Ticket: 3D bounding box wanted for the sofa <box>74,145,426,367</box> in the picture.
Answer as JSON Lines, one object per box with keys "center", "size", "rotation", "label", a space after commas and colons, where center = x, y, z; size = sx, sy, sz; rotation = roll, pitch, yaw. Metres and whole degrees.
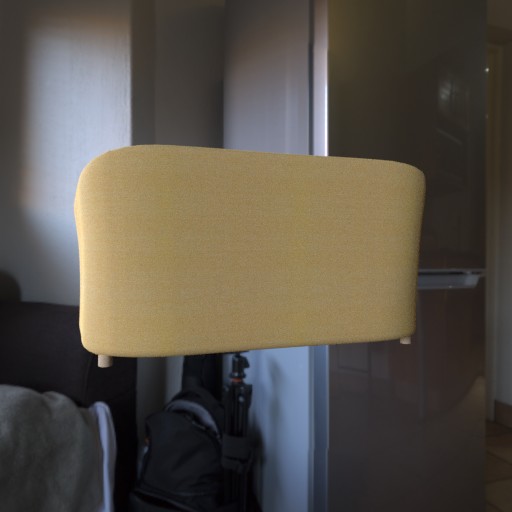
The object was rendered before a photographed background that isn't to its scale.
{"center": [0.000, 0.000, 1.843], "size": [1.452, 0.721, 0.705], "rotation": [0, 1, -18], "label": "sofa"}
